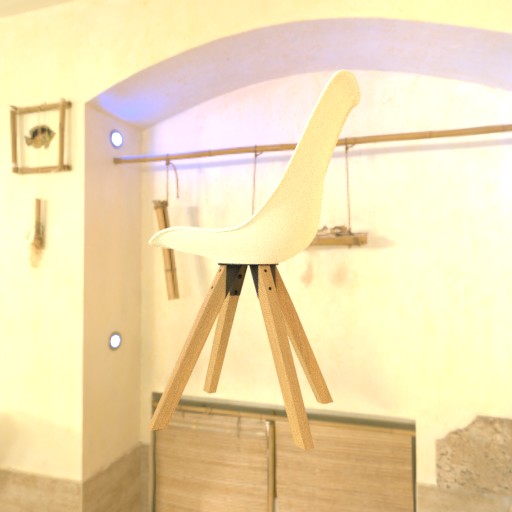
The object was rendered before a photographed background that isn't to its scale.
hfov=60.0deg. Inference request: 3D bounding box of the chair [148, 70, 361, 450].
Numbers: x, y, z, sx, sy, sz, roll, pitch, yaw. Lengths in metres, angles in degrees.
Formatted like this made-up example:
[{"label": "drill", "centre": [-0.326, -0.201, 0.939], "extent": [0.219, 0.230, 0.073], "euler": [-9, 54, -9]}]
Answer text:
[{"label": "chair", "centre": [0.000, 0.000, 1.189], "extent": [0.550, 0.849, 0.485], "euler": [0, -1, 17]}]
